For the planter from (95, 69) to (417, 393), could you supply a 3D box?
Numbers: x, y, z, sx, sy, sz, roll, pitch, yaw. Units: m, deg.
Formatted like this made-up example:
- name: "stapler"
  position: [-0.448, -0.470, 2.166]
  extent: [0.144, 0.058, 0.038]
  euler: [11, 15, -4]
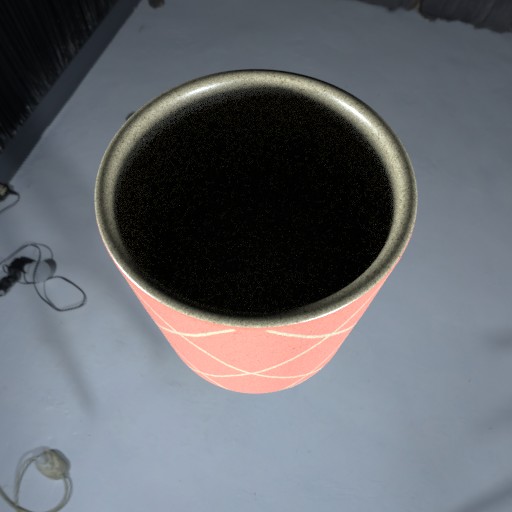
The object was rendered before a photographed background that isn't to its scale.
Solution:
- name: "planter"
  position: [0.000, 0.000, 0.351]
  extent: [0.191, 0.200, 0.191]
  euler: [0, 61, 0]
